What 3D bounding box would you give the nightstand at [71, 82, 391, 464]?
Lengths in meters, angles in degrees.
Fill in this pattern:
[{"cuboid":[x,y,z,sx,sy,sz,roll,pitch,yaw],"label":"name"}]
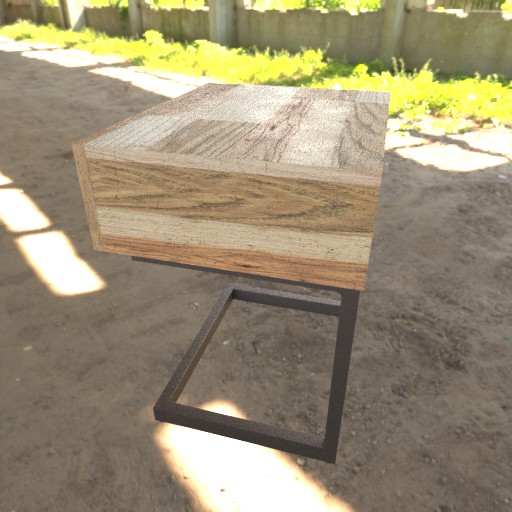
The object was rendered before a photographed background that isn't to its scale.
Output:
[{"cuboid":[0.000,0.000,0.993,0.481,0.632,0.558,8,31,14],"label":"nightstand"}]
